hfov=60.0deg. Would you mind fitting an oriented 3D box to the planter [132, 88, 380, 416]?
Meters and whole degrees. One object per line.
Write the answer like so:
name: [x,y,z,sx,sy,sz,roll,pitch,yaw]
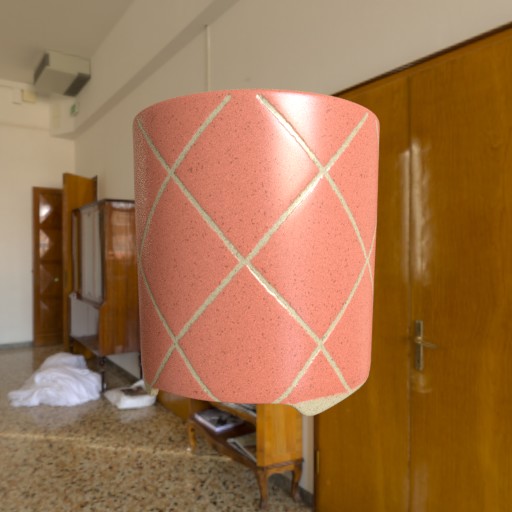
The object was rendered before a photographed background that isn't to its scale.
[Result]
planter: [0.000,0.000,0.356,0.191,0.200,0.191,0,1,0]
